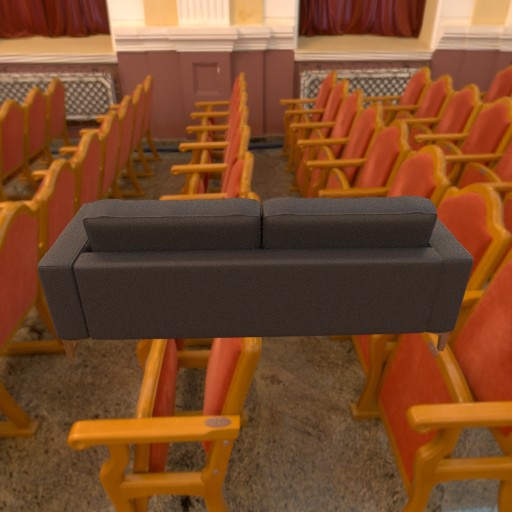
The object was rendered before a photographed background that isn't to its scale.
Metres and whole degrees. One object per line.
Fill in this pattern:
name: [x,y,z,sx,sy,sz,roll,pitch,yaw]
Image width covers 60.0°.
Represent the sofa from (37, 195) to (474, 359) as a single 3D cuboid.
sofa: [0.000,0.000,2.694,2.275,0.893,0.833,-1,30,-2]
